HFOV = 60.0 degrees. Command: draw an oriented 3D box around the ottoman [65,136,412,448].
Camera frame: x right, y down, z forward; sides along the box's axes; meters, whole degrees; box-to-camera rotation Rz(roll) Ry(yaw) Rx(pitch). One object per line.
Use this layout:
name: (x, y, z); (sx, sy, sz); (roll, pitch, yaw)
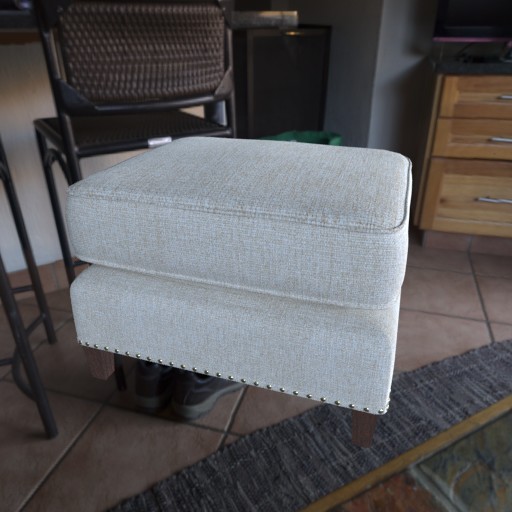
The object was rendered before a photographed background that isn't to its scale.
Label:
ottoman: (0.000, 0.000, 1.146); (0.738, 0.537, 0.589); (8, 28, 16)
